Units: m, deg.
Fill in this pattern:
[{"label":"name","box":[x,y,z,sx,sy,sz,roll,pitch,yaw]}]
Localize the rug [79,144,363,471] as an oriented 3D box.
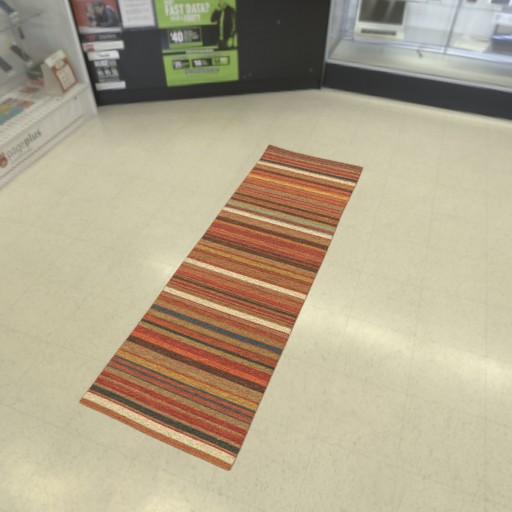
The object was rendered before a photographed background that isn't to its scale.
[{"label":"rug","box":[0.000,0.000,2.771,0.799,0.030,2.444,17,48,16]}]
